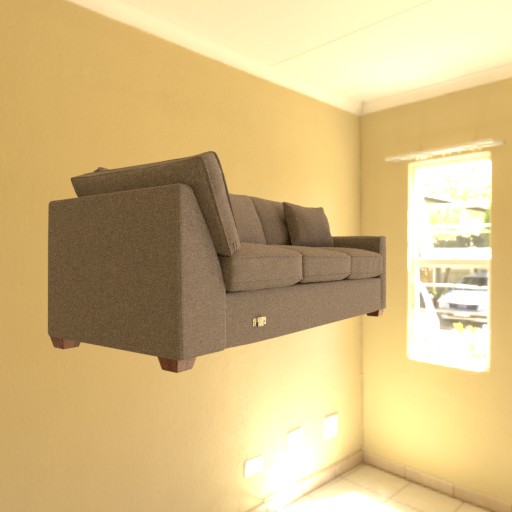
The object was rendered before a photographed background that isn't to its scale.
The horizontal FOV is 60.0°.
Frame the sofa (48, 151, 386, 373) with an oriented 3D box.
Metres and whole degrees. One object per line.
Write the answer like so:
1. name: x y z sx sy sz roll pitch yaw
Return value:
1. sofa: 0.000 0.000 2.950 1.061 0.962 2.317 0 0 36
